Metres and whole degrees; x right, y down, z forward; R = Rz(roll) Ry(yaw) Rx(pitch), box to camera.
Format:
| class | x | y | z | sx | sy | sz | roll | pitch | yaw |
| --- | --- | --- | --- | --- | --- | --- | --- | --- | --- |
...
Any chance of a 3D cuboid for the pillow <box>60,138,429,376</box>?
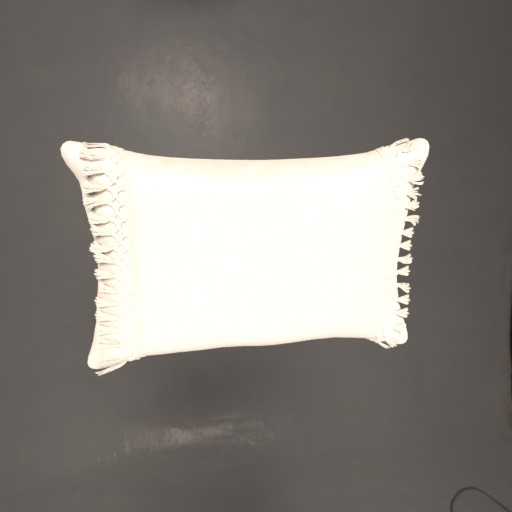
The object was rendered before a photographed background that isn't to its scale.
| class | x | y | z | sx | sy | sz | roll | pitch | yaw |
| --- | --- | --- | --- | --- | --- | --- | --- | --- | --- |
| pillow | 0.000 | 0.000 | 0.594 | 0.466 | 0.305 | 0.084 | -2 | 16 | -8 |
